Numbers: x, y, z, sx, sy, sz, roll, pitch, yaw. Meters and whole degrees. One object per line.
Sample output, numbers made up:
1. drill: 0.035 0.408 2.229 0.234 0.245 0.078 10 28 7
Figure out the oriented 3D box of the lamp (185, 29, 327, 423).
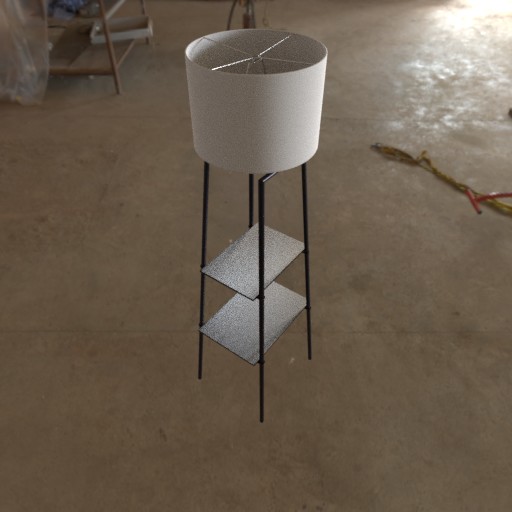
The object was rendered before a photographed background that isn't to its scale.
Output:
1. lamp: 0.000 0.000 1.666 0.384 1.474 0.427 26 48 26
